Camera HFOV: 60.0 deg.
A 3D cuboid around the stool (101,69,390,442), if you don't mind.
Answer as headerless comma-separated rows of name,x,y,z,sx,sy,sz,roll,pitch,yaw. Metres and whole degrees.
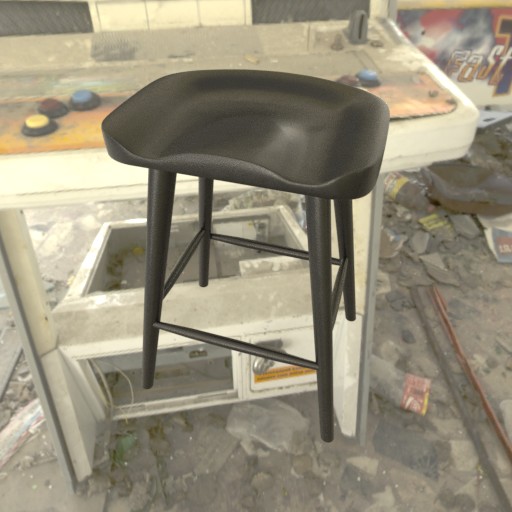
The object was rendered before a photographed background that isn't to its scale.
stool,0.000,0.000,0.879,0.440,0.615,0.361,12,43,13
